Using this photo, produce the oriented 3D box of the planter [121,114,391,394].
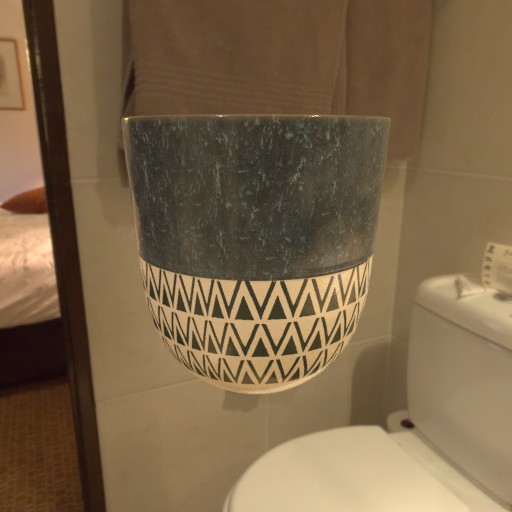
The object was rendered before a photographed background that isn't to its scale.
[{"bbox_3d":[0.000,0.000,0.362,0.195,0.214,0.195,0,16,0],"label":"planter"}]
